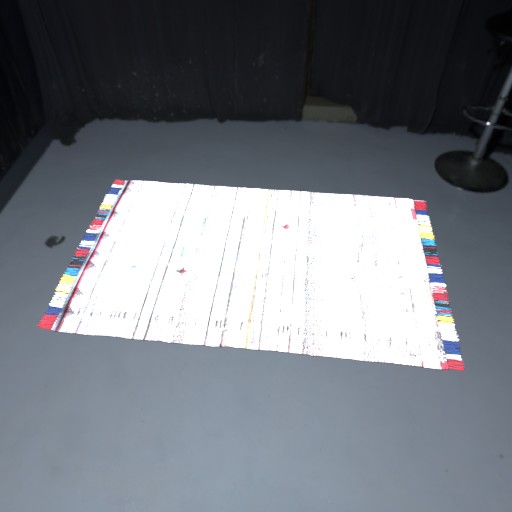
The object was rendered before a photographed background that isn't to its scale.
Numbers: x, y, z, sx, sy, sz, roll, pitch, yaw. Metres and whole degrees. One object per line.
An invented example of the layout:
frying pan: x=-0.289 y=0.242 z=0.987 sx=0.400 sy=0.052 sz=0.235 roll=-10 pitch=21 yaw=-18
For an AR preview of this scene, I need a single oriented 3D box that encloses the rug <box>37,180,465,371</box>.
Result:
rug: x=0.000 y=0.000 z=2.985 sx=2.465 sy=0.012 sz=1.465 roll=5 pitch=47 yaw=4
